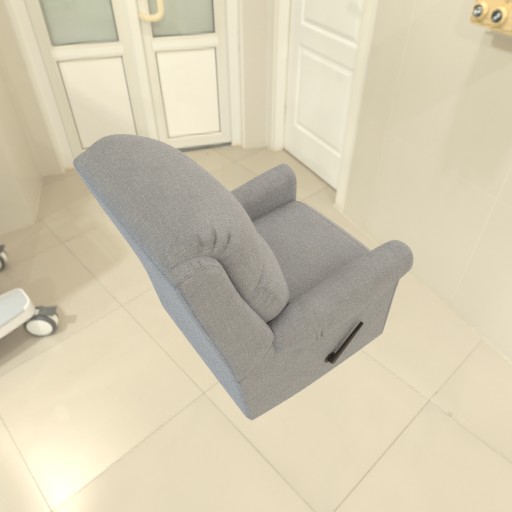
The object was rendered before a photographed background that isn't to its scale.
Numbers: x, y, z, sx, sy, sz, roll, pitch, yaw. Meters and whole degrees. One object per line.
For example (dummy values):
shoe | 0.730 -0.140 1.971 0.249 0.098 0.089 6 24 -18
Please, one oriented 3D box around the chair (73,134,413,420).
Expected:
chair | 0.000 0.000 1.785 1.014 1.054 0.838 -26 48 -26
